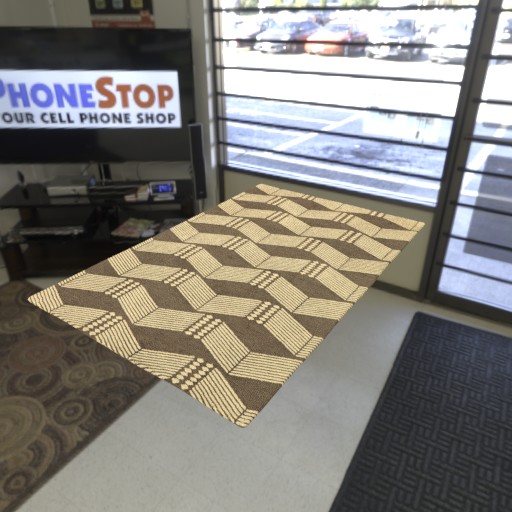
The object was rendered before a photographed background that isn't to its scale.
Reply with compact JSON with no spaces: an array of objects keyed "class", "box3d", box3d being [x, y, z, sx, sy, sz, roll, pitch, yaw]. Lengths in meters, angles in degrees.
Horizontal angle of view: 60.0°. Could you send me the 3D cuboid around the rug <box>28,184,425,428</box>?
[{"class":"rug","box3d":[0.000,0.000,2.323,1.210,0.016,1.833,19,34,30]}]
